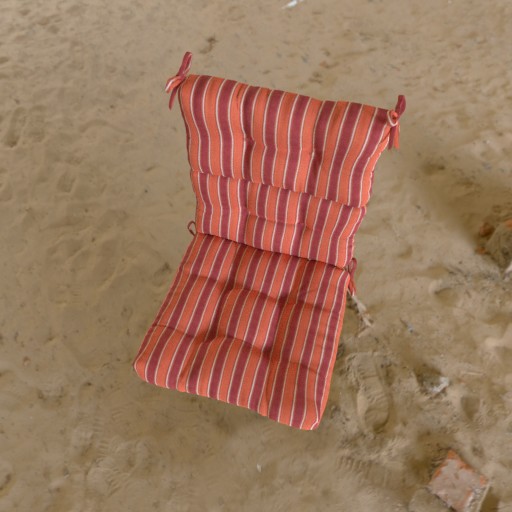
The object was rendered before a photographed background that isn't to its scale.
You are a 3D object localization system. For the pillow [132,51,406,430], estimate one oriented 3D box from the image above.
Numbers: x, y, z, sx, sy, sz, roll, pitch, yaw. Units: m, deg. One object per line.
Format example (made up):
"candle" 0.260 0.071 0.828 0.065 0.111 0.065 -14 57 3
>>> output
"pillow" 0.000 0.000 1.017 0.519 0.605 0.571 14 58 9
